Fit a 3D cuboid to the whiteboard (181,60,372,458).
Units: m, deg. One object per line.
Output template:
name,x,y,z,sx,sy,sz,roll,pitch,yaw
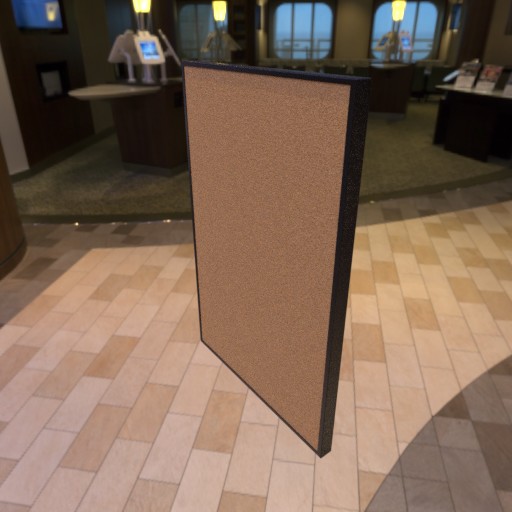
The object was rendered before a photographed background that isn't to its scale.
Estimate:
whiteboard,0.000,0.000,0.777,0.026,0.611,0.406,-19,32,-32
